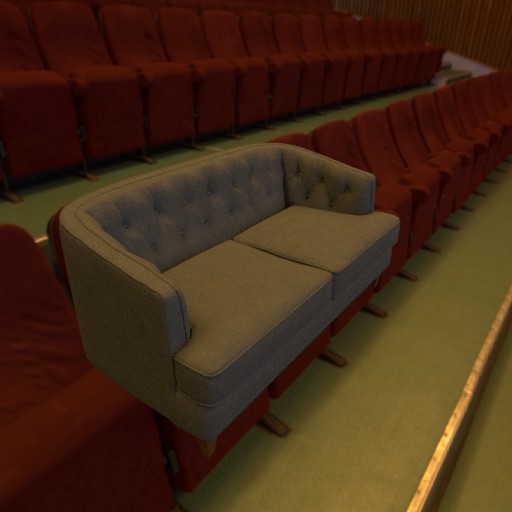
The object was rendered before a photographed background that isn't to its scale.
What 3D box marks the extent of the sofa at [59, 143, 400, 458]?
[{"bbox_3d":[0.000,0.000,2.278,0.941,0.855,1.733,18,32,32],"label":"sofa"}]
